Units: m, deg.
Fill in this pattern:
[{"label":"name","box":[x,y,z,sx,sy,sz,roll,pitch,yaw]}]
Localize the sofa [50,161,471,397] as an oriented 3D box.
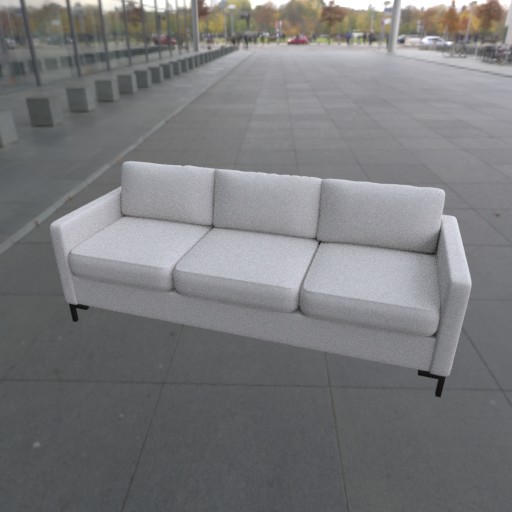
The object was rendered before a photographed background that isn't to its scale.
[{"label":"sofa","box":[0.000,0.000,2.647,2.218,0.874,0.859,8,28,16]}]
